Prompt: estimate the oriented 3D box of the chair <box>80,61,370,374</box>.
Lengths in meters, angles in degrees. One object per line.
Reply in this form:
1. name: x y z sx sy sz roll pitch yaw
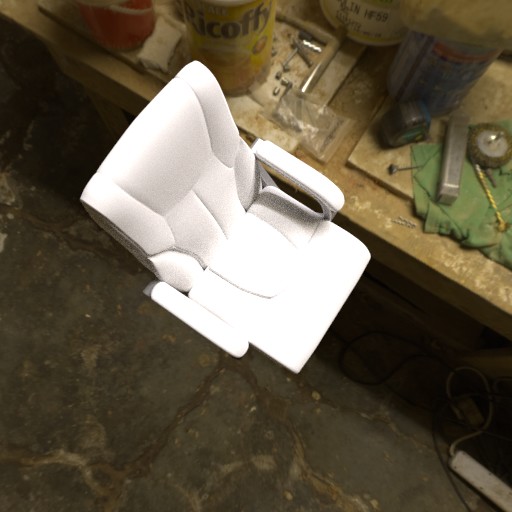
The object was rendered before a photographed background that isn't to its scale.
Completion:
1. chair: 0.000 0.000 1.569 0.738 1.120 0.687 33 78 8
